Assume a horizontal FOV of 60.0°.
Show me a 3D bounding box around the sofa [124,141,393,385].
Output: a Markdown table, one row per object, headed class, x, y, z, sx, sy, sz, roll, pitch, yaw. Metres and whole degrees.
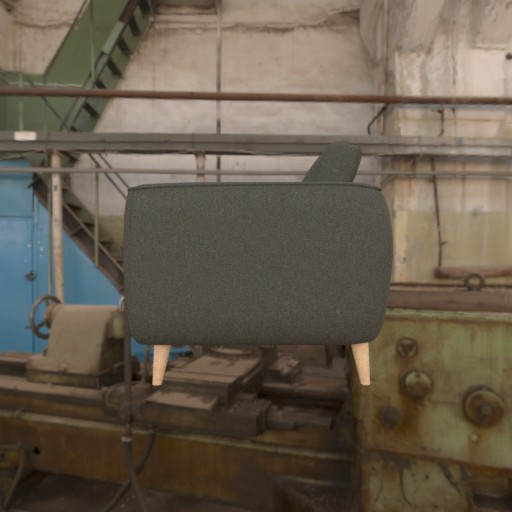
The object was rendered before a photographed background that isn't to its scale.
| class | x | y | z | sx | sy | sz | roll | pitch | yaw |
| --- | --- | --- | --- | --- | --- | --- | --- | --- | --- |
| sofa | 0.000 | 0.000 | 2.213 | 0.920 | 0.850 | 1.700 | 0 | 1 | 0 |
